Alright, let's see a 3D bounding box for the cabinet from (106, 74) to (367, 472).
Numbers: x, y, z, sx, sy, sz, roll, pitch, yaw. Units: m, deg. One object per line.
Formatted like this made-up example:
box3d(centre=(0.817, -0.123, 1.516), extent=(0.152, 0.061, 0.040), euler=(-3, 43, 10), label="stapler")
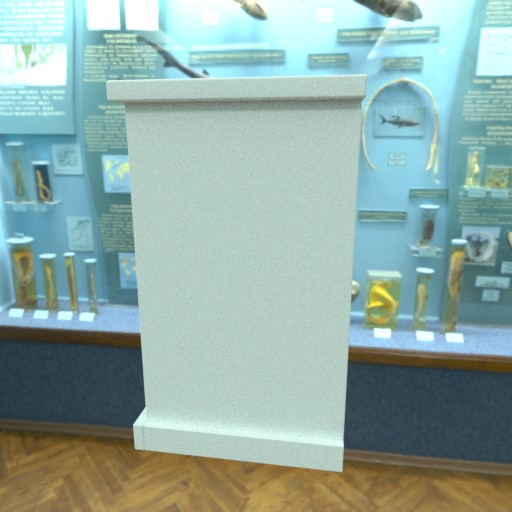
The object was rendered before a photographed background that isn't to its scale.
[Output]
box3d(centre=(0.000, 0.000, 1.050), extent=(0.431, 0.723, 0.520), euler=(2, 14, 9), label="cabinet")
